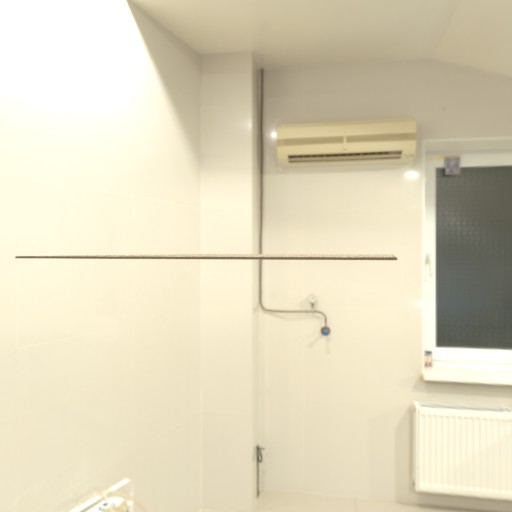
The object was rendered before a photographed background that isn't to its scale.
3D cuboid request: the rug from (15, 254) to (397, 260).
[{"bbox_3d":[0.000,0.000,3.829,2.288,0.018,2.895,0,1,17],"label":"rug"}]
